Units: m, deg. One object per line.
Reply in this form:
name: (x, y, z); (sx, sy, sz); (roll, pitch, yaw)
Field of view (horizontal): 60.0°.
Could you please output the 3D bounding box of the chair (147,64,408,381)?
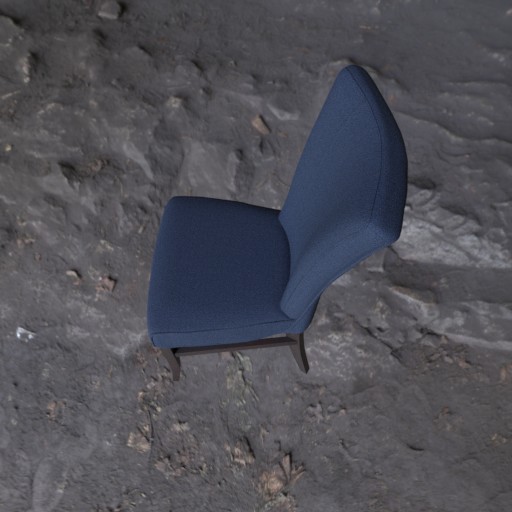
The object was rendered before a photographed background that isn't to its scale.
chair: (0.000, 0.000, 1.363); (0.660, 0.991, 0.520); (1, 58, 0)
